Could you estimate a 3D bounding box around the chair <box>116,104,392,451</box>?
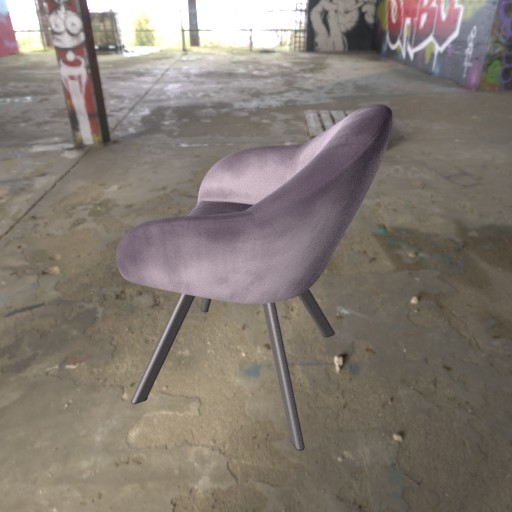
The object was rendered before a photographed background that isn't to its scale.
[{"bbox_3d":[0.000,0.000,1.176,0.590,0.795,0.550,9,31,16],"label":"chair"}]
